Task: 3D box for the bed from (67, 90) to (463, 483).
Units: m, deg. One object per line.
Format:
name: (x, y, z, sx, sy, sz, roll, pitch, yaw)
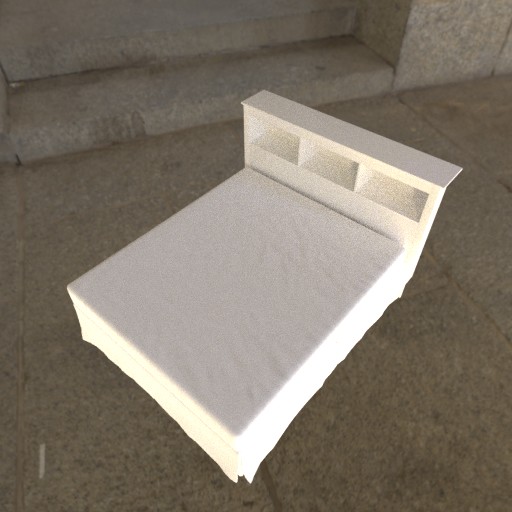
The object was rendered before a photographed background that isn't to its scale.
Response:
bed: (0.000, 0.000, 3.062, 1.671, 1.092, 2.133, 32, 54, 27)
